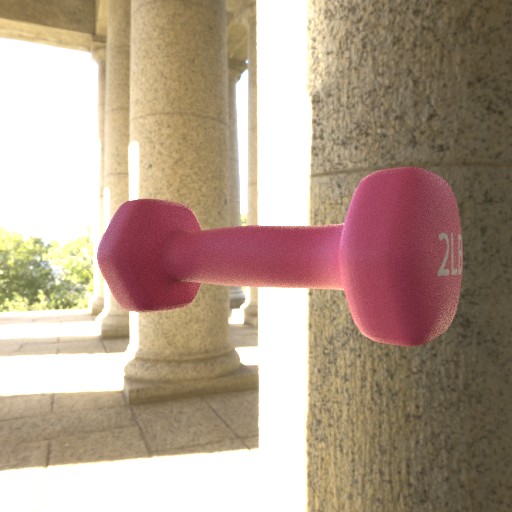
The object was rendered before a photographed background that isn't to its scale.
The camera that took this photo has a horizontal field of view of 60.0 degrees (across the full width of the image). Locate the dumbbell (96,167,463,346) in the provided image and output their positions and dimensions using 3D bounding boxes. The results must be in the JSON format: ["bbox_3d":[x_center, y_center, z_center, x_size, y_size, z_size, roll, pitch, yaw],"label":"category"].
[{"bbox_3d":[0.000,0.000,0.174,0.146,0.053,0.058,0,0,38],"label":"dumbbell"}]
